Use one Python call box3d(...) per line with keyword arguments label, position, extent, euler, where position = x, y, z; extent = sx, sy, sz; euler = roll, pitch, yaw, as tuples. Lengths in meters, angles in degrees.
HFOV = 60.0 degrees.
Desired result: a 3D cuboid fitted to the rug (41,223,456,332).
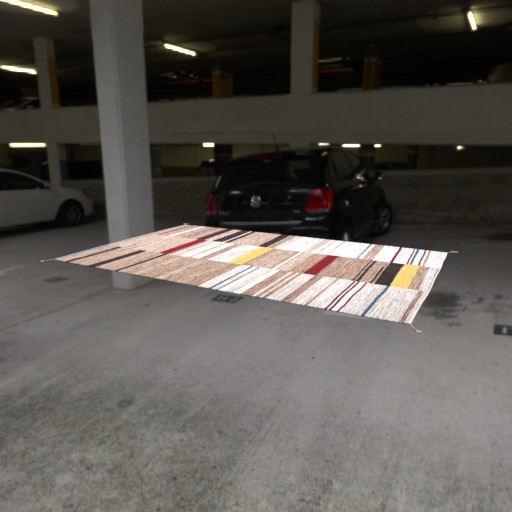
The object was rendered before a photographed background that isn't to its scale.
box3d(label="rug", position=(0.000, 0.000, 2.403), extent=(1.918, 0.007, 1.268), euler=(8, 16, 27))
